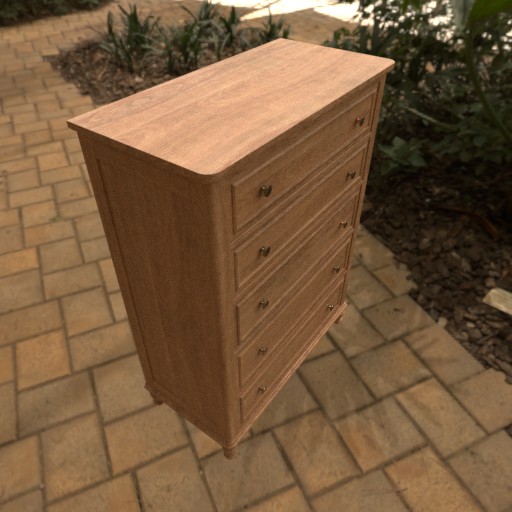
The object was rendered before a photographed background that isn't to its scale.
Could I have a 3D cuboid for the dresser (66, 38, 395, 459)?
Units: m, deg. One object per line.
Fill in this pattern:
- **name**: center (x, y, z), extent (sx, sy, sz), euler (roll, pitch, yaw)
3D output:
- **dresser**: center (0.000, 0.000, 1.741), extent (0.484, 1.318, 0.973), euler (25, 46, 27)
